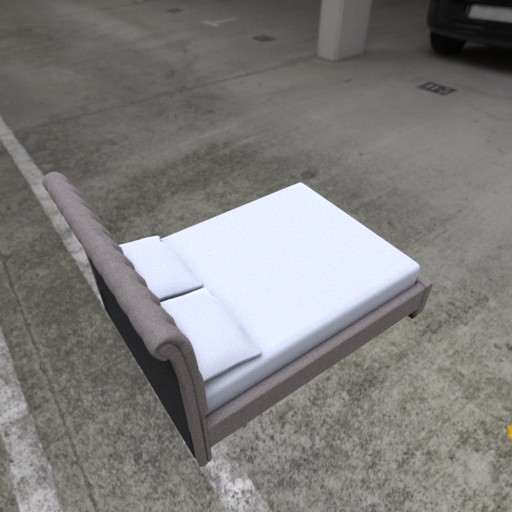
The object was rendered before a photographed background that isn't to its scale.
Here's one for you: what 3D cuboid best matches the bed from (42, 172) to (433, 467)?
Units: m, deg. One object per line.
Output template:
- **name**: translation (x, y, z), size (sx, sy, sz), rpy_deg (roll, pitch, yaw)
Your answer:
- **bed**: translation (0.000, 0.000, 3.285), size (2.252, 1.371, 1.645), rpy_deg (-25, 48, -25)
